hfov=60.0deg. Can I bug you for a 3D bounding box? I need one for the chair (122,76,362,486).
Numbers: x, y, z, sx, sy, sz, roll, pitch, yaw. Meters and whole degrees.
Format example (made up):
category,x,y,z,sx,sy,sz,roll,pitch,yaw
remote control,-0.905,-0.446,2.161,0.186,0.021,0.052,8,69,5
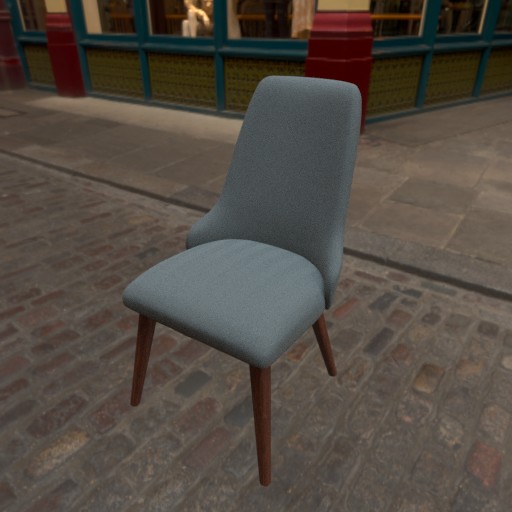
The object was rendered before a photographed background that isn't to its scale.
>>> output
category,x,y,z,sx,sy,sz,roll,pitch,yaw
chair,0.000,0.000,1.324,0.535,0.918,0.707,18,35,29
